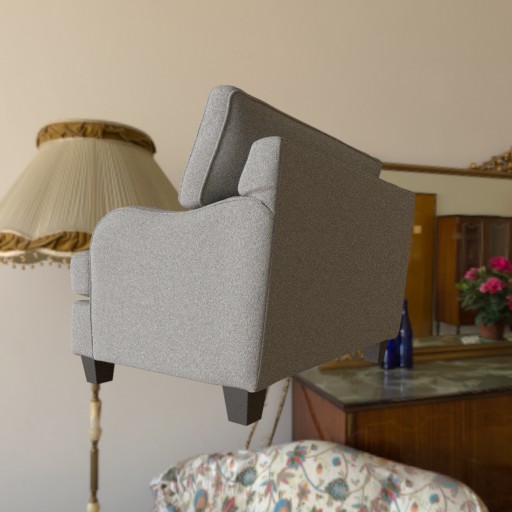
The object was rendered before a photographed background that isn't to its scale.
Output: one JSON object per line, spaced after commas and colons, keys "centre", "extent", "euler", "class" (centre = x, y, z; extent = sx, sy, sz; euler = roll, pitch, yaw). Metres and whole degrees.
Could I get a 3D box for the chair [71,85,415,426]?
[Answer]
{"centre": [0.000, 0.000, 1.957], "extent": [1.040, 1.016, 1.220], "euler": [-1, -1, 37], "class": "chair"}
